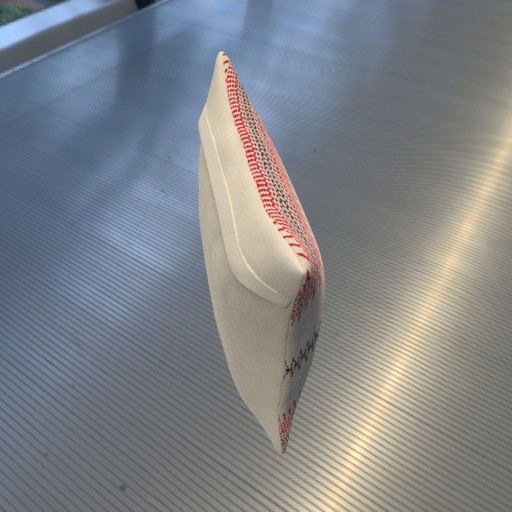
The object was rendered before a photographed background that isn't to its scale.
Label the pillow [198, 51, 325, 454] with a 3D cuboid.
[{"bbox_3d":[0.000,0.000,0.704,0.160,0.454,0.463,-9,48,-8],"label":"pillow"}]
